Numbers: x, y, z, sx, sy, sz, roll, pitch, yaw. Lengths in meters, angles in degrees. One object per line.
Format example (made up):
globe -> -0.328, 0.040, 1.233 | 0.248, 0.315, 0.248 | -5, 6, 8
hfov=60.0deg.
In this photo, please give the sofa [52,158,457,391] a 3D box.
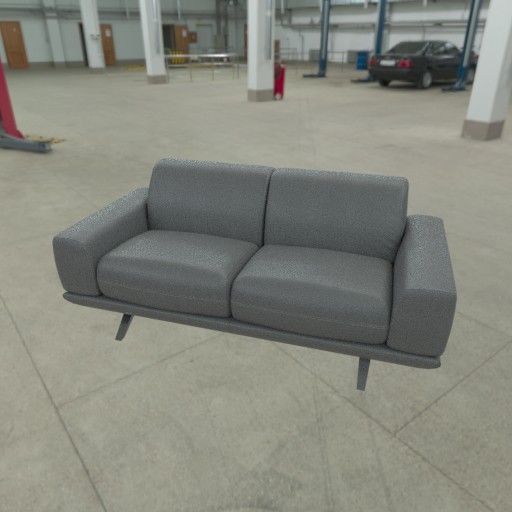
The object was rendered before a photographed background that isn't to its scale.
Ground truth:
sofa -> 0.000, 0.000, 2.381 | 1.901, 0.772, 0.900 | 8, 27, 15
